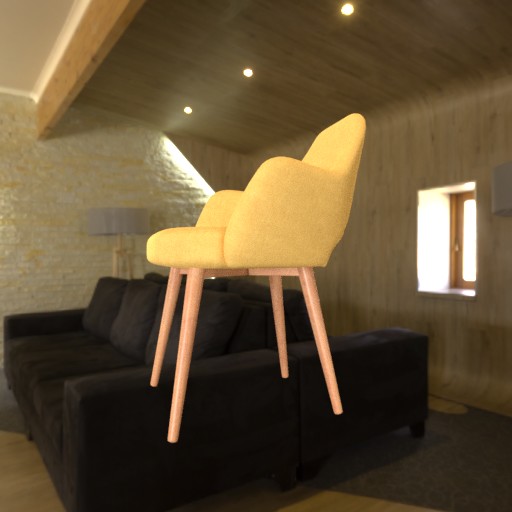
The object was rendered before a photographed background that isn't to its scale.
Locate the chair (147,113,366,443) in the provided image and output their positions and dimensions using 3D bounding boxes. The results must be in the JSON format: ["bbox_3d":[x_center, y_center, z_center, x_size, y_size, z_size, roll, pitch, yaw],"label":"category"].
[{"bbox_3d":[0.000,0.000,1.296,0.610,0.840,0.590,0,0,-18],"label":"chair"}]
